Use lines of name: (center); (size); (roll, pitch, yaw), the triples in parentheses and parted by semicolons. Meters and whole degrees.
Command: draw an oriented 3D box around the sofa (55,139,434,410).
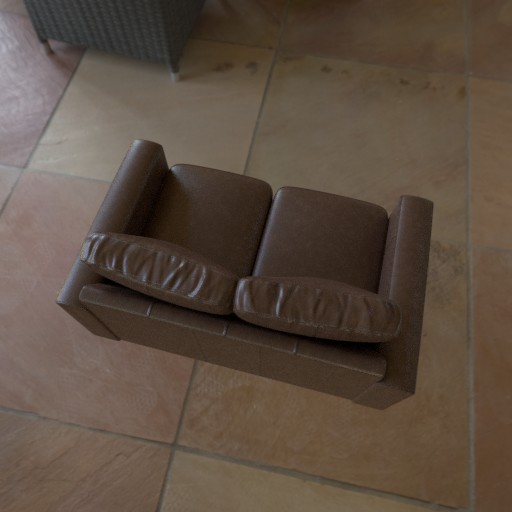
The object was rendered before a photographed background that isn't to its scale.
sofa: (0.000, 0.000, 2.219); (1.616, 0.873, 1.016); (13, 65, 6)
